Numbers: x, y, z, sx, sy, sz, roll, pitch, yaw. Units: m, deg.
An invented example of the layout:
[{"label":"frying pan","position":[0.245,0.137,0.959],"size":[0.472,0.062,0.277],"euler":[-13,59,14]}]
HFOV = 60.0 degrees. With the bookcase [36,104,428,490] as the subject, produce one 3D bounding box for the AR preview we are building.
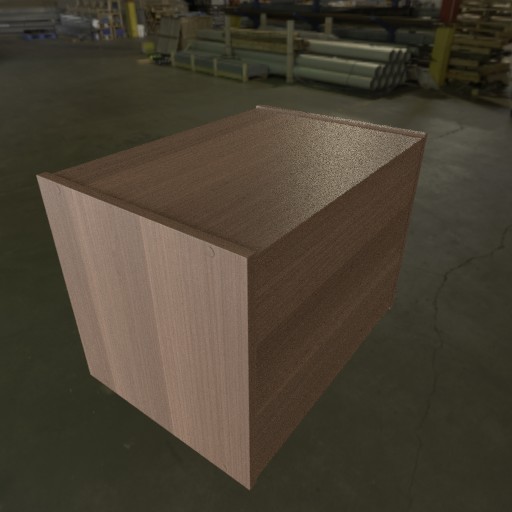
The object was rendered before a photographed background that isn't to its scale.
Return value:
[{"label":"bookcase","position":[0.000,0.000,0.631],"size":[0.290,0.305,0.415],"euler":[21,37,31]}]
